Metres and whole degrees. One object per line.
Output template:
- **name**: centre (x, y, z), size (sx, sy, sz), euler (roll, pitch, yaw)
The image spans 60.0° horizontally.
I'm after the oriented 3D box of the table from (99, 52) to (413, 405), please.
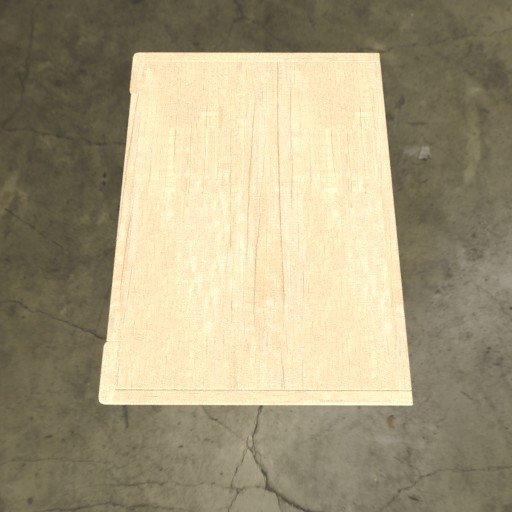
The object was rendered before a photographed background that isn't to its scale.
- **table**: centre (0.000, 0.000, 0.915), size (0.420, 0.510, 0.570), euler (0, 73, 0)
